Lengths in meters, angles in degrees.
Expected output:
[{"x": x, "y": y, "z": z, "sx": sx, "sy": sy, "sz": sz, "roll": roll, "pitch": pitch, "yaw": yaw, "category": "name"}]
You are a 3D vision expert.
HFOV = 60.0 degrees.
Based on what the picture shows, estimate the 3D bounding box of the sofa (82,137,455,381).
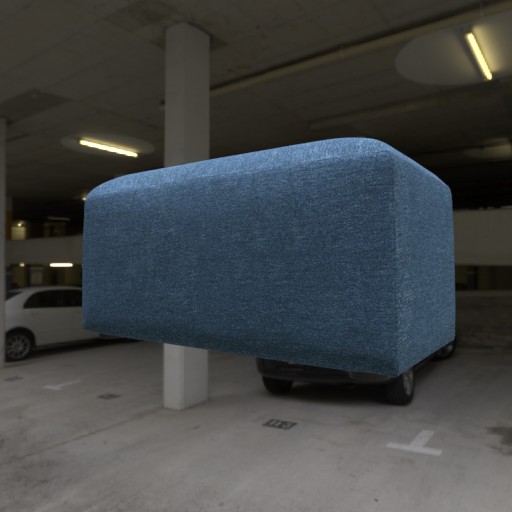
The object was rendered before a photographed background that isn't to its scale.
[{"x": 0.000, "y": 0.000, "z": 1.214, "sx": 0.930, "sy": 0.470, "sz": 0.480, "roll": -1, "pitch": -1, "yaw": 35, "category": "sofa"}]
